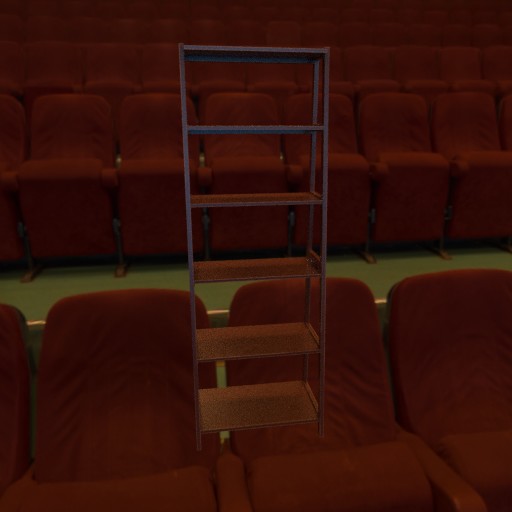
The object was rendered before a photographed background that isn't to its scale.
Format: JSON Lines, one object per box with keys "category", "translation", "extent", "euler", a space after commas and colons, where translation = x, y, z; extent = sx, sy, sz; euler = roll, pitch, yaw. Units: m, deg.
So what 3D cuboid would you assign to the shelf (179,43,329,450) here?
{"category": "shelf", "translation": [0.000, 0.000, 2.179], "extent": [0.660, 1.892, 0.381], "euler": [-3, 17, -8]}
